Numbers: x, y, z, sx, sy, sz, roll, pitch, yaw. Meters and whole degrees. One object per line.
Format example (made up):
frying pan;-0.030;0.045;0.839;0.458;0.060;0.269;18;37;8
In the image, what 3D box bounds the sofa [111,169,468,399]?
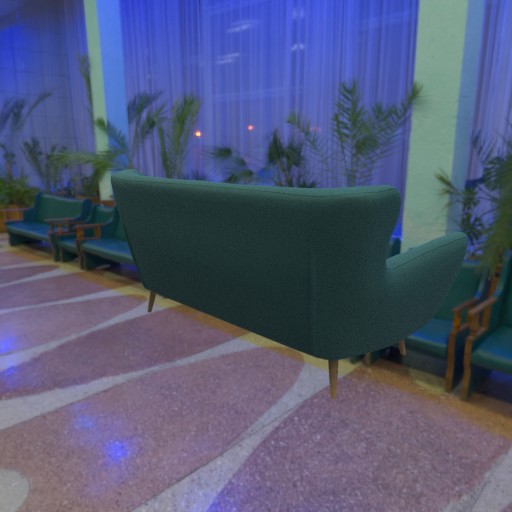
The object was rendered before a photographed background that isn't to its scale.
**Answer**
sofa;0.000;0.000;2.416;1.930;0.890;0.889;13;19;43
